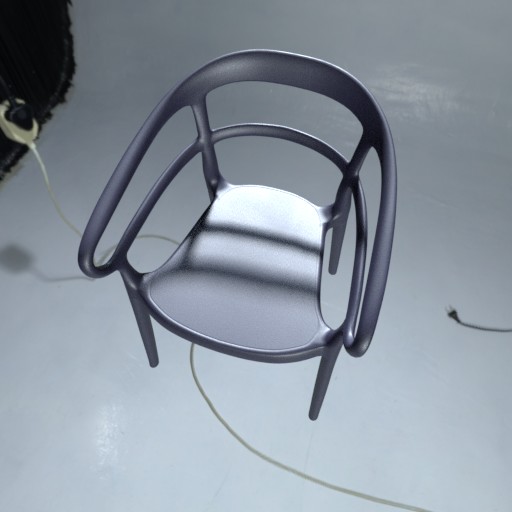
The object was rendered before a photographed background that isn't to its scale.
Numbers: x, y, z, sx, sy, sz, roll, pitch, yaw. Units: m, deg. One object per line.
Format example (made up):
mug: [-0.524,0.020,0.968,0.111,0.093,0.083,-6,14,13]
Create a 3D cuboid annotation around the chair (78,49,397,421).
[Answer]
chair: [0.000,0.000,1.093,0.559,0.761,0.527,15,60,9]
